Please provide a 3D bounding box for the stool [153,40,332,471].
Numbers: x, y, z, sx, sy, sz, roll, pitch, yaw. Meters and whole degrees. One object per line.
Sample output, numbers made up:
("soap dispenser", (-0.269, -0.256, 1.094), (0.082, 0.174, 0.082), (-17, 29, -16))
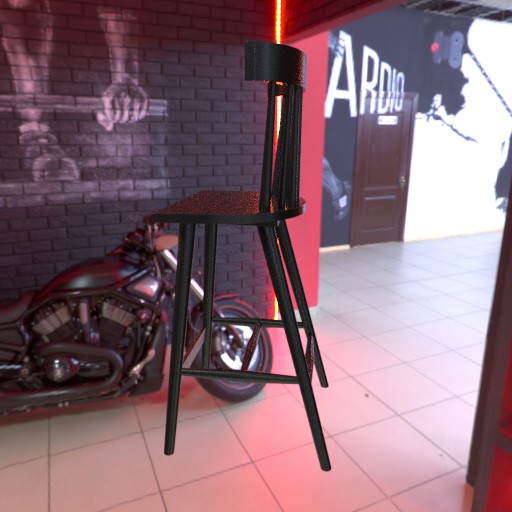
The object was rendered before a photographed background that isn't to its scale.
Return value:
("stool", (0.000, 0.000, 1.323), (0.483, 1.092, 0.482), (2, 15, 8))
